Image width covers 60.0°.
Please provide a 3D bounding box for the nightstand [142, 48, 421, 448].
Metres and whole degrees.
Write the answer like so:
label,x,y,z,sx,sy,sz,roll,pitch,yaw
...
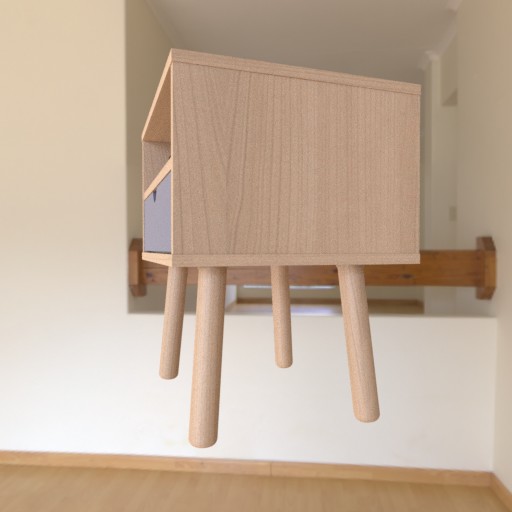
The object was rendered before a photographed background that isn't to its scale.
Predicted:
label,x,y,z,sx,sy,sz,roll,pitch,yaw
nightstand,0.000,0.000,0.834,0.380,0.530,0.450,0,1,-19
